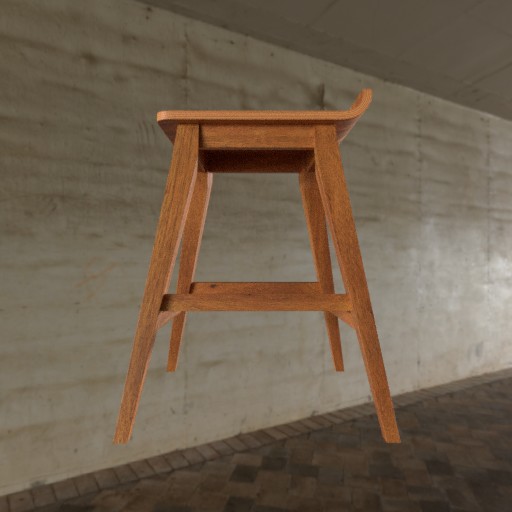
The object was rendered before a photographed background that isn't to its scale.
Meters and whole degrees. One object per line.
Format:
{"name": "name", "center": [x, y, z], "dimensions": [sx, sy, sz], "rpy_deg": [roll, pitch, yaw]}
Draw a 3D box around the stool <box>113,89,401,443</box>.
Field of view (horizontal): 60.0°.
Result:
{"name": "stool", "center": [0.000, 0.000, 1.020], "dimensions": [0.500, 0.650, 0.500], "rpy_deg": [0, 0, 0]}
